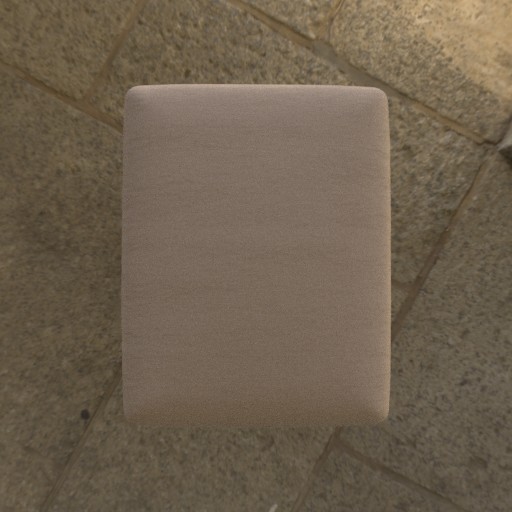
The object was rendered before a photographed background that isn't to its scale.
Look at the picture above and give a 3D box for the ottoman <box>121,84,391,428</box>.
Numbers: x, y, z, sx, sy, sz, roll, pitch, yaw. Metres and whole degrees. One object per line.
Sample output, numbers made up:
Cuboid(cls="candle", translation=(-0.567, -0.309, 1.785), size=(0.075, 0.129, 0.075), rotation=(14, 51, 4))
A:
Cuboid(cls="ottoman", translation=(0.000, 0.000, 1.127), size=(0.606, 0.420, 0.771), rotation=(0, 89, -1))
